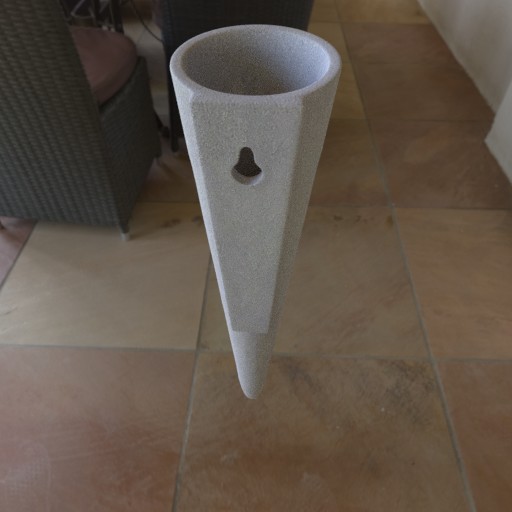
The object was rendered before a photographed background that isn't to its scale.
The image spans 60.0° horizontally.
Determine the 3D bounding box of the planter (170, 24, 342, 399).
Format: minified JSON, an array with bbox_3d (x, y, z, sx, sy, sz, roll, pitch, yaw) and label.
[{"bbox_3d":[0.000,0.000,0.294,0.078,0.259,0.087,4,46,4],"label":"planter"}]
